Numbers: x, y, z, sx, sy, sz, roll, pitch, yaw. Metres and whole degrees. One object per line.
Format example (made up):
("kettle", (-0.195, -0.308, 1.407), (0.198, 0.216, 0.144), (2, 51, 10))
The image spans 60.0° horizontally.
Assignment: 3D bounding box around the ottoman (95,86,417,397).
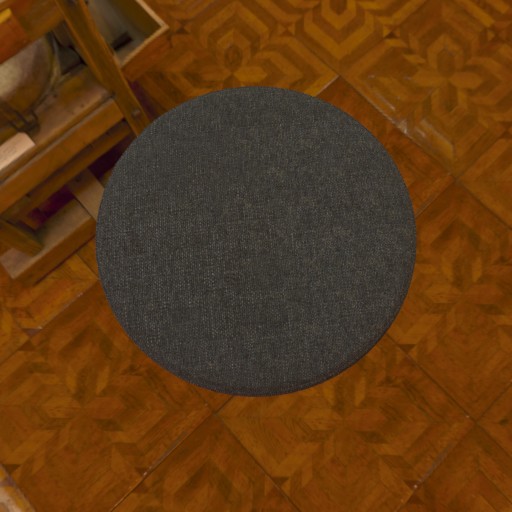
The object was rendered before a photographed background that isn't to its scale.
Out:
("ottoman", (0.000, 0.000, 0.890), (0.520, 0.430, 0.520), (0, 76, 0))
